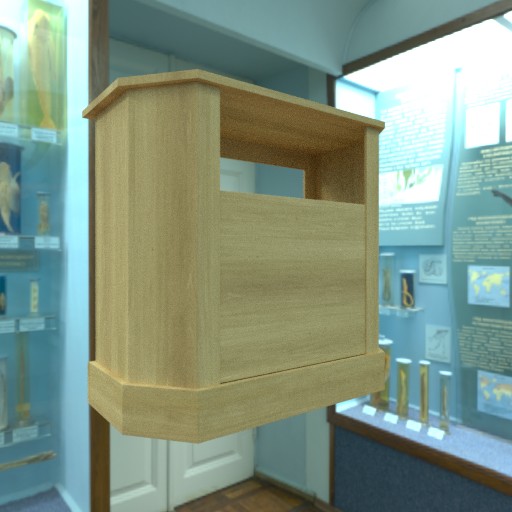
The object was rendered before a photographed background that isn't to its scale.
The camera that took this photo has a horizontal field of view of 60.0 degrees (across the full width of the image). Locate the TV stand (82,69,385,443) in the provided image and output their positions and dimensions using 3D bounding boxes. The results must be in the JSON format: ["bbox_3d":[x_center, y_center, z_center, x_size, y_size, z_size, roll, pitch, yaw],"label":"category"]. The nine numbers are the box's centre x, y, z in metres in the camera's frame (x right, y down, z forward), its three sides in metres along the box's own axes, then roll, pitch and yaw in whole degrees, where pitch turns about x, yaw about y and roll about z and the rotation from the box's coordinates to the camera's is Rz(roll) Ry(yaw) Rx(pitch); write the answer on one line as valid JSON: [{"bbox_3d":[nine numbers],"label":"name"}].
[{"bbox_3d":[0.000,0.000,1.277,0.851,0.781,0.425,0,0,-37],"label":"TV stand"}]
